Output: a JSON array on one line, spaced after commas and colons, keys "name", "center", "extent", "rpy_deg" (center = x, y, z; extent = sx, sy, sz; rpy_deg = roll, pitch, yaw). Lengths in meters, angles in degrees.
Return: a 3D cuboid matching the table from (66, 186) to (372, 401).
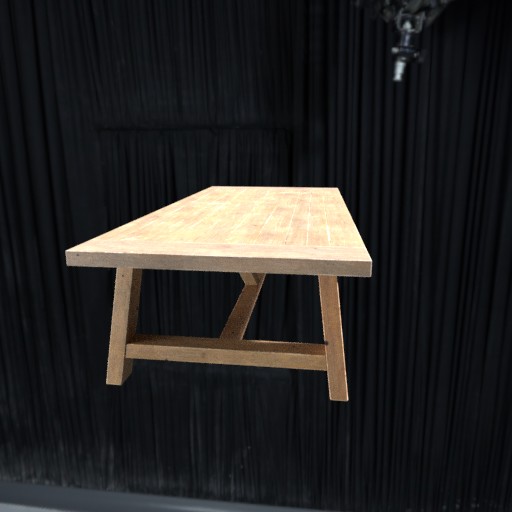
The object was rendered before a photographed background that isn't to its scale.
[{"name": "table", "center": [0.000, 0.000, 2.085], "extent": [0.820, 0.465, 1.800], "rpy_deg": [2, 15, 7]}]
